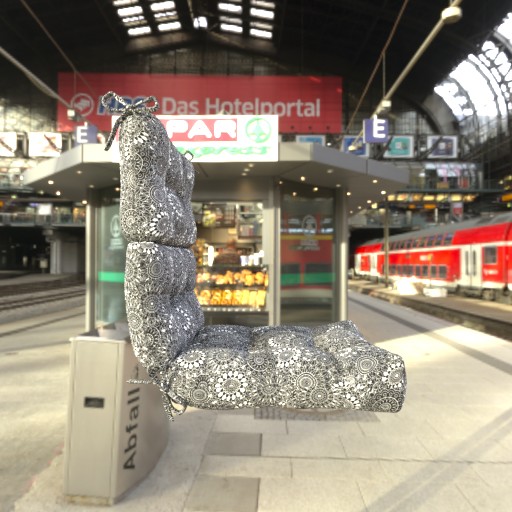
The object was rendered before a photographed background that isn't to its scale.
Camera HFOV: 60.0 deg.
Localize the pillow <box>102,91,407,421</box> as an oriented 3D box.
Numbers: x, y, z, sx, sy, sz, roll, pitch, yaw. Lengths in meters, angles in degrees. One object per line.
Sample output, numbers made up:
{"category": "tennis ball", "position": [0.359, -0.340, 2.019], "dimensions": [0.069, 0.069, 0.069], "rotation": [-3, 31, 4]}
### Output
{"category": "pillow", "position": [0.000, 0.000, 1.041], "dimensions": [0.571, 0.605, 0.519], "rotation": [0, -1, 1]}
